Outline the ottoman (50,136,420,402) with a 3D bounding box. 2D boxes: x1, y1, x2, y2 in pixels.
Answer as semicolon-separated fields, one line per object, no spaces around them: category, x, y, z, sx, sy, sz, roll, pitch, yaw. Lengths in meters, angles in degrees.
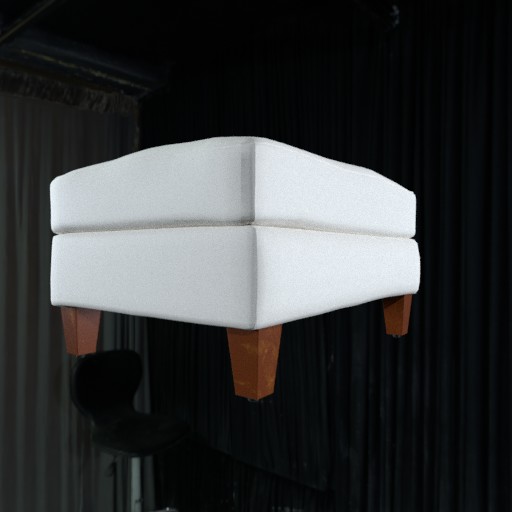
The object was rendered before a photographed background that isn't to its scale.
ottoman;0.000;0.000;1.172;0.634;0.479;0.818;0;0;37
